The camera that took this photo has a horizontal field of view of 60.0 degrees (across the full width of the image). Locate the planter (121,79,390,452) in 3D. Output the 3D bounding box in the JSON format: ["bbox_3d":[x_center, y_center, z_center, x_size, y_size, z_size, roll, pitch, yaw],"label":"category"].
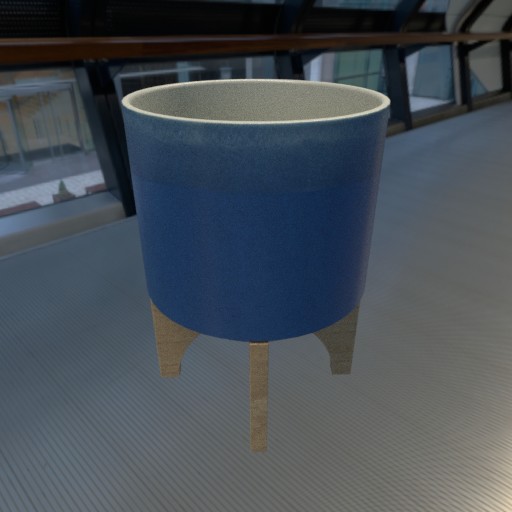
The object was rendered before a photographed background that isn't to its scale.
[{"bbox_3d":[0.000,0.000,0.532,0.261,0.367,0.261,0,28,0],"label":"planter"}]
